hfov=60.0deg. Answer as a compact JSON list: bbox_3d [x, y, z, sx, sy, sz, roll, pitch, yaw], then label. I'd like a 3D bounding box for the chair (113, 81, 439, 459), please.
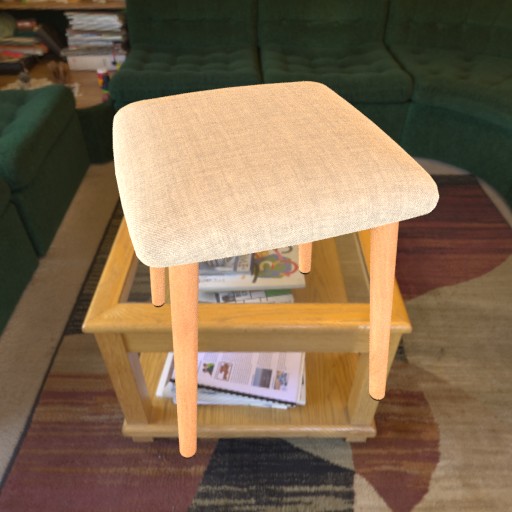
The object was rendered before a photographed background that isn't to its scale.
[{"bbox_3d":[0.000,0.000,0.682,0.350,0.440,0.350,-12,43,-13],"label":"chair"}]
